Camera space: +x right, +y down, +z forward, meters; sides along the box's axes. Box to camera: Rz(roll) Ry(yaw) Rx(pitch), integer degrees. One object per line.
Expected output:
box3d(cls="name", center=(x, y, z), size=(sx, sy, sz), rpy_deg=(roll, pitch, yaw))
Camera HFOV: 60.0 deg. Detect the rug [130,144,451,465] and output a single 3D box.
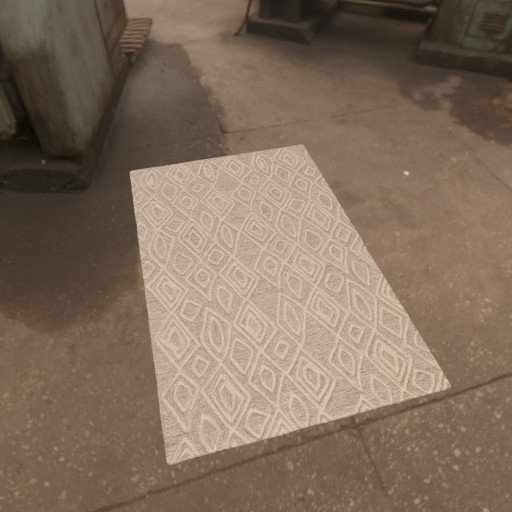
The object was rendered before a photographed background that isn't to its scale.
box3d(cls="rug", center=(0.000, 0.000, 3.057), size=(1.546, 0.010, 2.442), rpy_deg=(-11, 48, -10))
